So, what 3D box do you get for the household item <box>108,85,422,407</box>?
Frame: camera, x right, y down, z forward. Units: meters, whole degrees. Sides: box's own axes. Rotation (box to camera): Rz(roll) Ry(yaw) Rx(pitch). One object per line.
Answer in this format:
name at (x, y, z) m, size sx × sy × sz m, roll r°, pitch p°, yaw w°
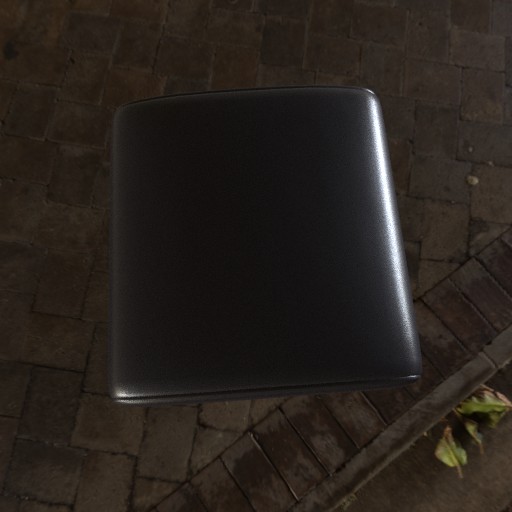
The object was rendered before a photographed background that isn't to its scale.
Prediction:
household item at (0.000, 0.000, 0.874) m, size 0.530 × 0.410 × 0.530 m, roll -4°, pitch 76°, yaw -1°
